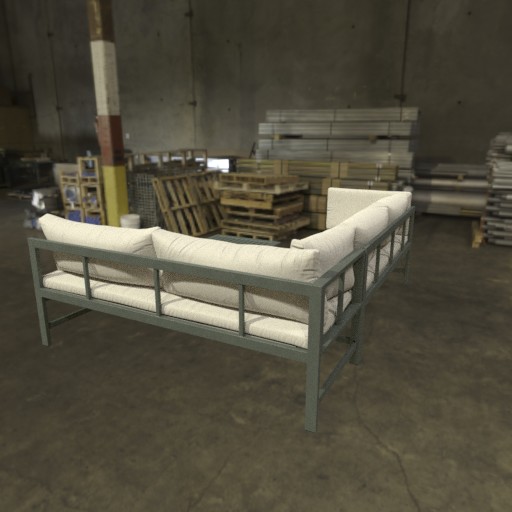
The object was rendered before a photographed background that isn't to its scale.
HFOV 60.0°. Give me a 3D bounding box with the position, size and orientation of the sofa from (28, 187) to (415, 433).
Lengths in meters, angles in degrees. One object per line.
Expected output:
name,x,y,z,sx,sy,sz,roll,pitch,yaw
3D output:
sofa,0.000,0.000,2.953,1.658,0.758,2.096,8,18,27
